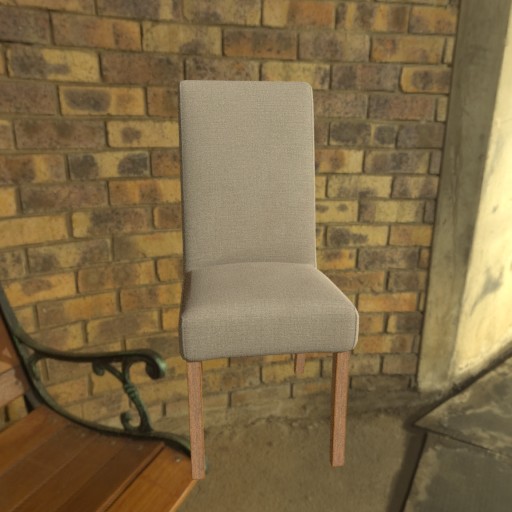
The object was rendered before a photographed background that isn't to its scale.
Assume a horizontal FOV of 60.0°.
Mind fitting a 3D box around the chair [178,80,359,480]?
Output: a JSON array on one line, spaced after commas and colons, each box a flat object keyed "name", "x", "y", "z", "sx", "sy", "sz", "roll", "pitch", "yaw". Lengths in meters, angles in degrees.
[{"name": "chair", "x": 0.000, "y": 0.000, "z": 1.329, "sx": 0.450, "sy": 1.033, "sz": 0.611, "roll": -2, "pitch": 16, "yaw": -7}]
